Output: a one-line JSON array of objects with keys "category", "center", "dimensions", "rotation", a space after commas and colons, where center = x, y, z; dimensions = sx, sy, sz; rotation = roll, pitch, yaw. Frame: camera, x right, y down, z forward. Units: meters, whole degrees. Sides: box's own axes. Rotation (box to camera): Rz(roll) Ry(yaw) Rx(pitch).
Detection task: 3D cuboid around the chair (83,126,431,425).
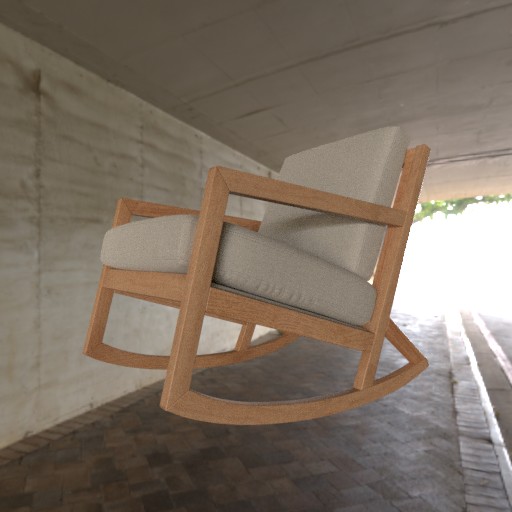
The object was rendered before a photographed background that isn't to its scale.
[{"category": "chair", "center": [0.000, 0.000, 1.346], "dimensions": [0.857, 0.790, 0.622], "rotation": [0, 0, -35]}]
